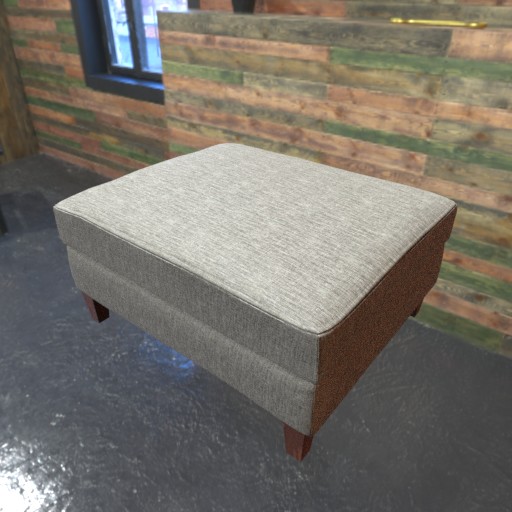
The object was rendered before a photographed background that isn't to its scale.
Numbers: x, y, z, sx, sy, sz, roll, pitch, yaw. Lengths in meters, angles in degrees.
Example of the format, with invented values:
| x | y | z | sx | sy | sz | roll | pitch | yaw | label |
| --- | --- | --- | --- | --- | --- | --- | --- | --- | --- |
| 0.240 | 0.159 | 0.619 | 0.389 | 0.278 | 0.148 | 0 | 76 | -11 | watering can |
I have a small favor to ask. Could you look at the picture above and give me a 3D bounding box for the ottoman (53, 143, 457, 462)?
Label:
| x | y | z | sx | sy | sz | roll | pitch | yaw | label |
| --- | --- | --- | --- | --- | --- | --- | --- | --- | --- |
| 0.000 | 0.000 | 1.474 | 0.994 | 0.492 | 0.839 | 23 | 38 | 32 | ottoman |
